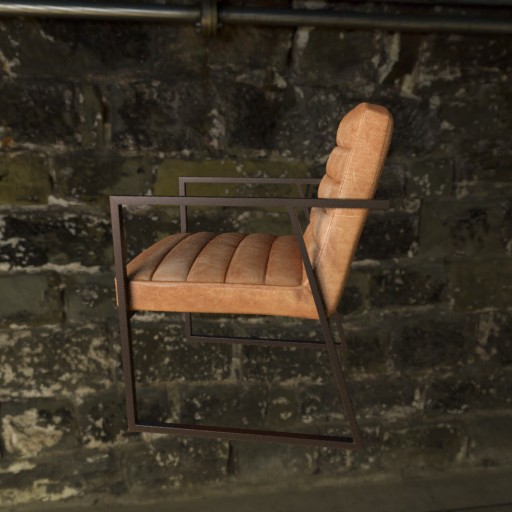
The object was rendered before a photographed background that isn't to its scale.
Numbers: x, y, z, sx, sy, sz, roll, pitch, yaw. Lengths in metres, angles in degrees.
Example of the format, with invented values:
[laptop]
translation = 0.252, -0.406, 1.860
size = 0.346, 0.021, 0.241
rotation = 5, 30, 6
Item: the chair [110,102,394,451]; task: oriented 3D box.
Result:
[chair]
translation = 0.000, 0.000, 1.306
size = 0.677, 0.832, 0.571
rotation = 2, 15, 7
